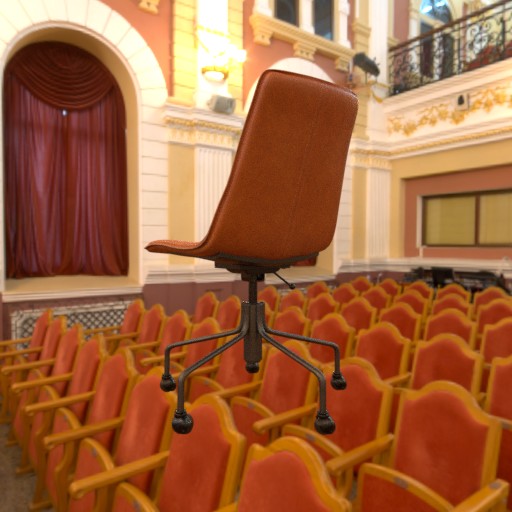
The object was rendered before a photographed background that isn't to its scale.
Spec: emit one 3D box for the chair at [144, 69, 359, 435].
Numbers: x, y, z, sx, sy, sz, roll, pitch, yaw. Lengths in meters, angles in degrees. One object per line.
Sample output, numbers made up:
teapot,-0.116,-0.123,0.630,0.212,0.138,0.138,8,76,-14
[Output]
chair,0.000,0.000,1.387,0.651,0.920,0.660,-1,2,-36
